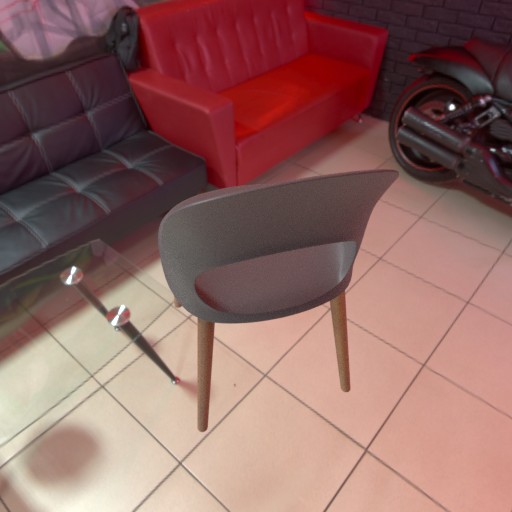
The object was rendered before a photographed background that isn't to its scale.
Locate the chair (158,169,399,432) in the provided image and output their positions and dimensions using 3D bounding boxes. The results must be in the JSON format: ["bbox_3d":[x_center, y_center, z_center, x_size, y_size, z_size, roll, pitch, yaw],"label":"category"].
[{"bbox_3d":[0.000,0.000,1.130,0.470,0.795,0.556,-11,44,-12],"label":"chair"}]
